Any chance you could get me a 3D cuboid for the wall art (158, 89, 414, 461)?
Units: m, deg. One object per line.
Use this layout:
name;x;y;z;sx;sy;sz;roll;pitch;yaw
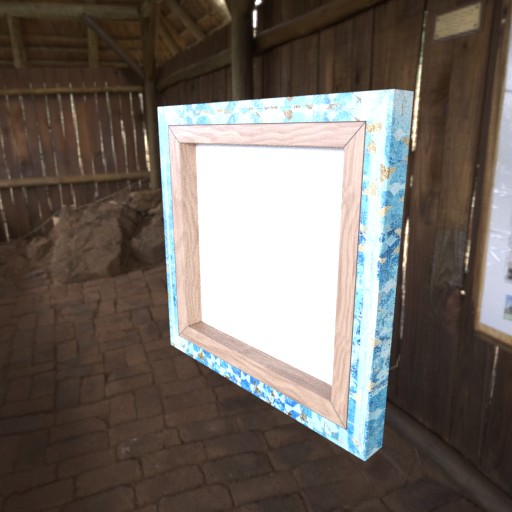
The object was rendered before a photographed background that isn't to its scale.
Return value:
wall art;0.000;0.000;0.612;0.037;0.405;0.405;-14;21;-42
